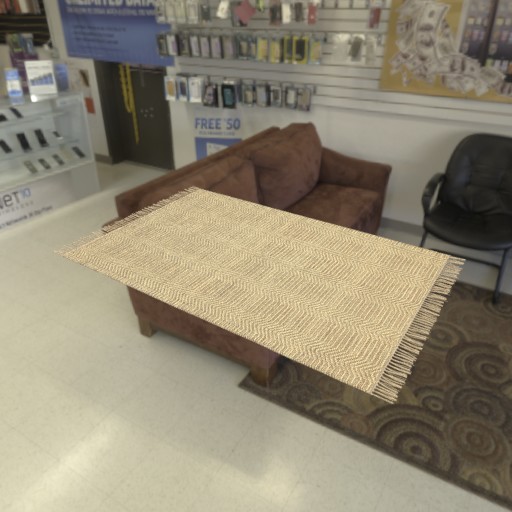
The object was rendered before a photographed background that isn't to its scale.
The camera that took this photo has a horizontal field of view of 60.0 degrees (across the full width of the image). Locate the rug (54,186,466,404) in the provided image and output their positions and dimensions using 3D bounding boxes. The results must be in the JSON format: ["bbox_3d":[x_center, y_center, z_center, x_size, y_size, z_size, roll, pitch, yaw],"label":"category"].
[{"bbox_3d":[0.000,0.000,3.137,2.523,0.034,1.528,19,35,29],"label":"rug"}]
